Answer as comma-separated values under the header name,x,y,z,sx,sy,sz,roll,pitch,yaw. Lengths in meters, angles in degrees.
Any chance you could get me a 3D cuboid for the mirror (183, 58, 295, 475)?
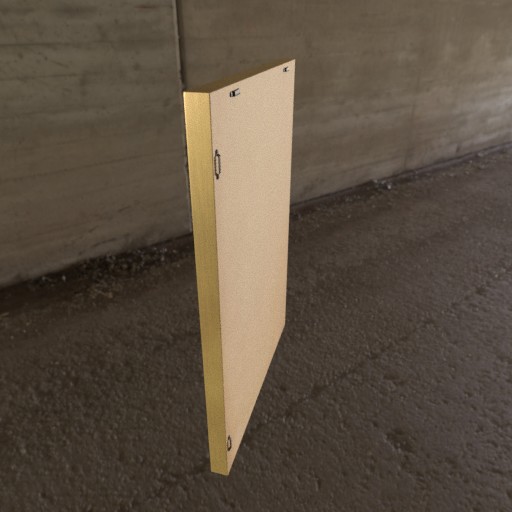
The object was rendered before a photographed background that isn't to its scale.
name,x,y,z,sx,sy,sz,roll,pitch,yaw
mirror,0.000,0.000,0.917,0.040,0.710,0.507,8,29,14
